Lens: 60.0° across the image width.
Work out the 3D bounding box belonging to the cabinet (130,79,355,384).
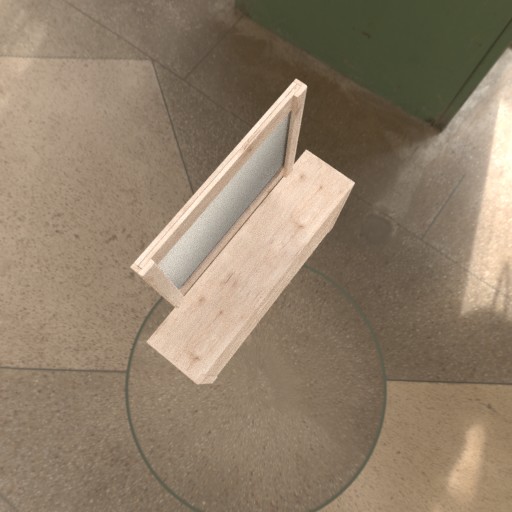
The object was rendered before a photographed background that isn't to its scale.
[{"bbox_3d":[0.000,0.000,2.861,0.420,1.981,1.700,37,78,10],"label":"cabinet"}]
